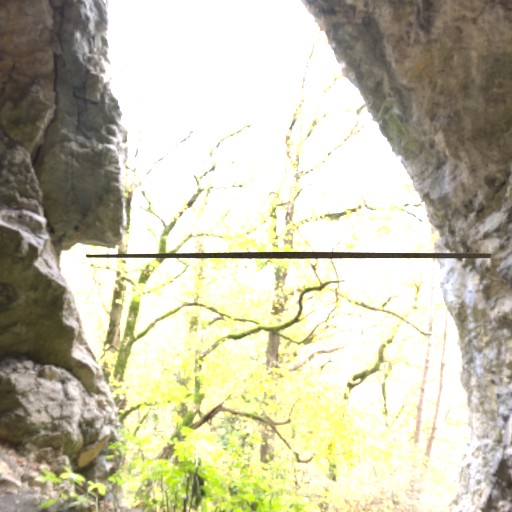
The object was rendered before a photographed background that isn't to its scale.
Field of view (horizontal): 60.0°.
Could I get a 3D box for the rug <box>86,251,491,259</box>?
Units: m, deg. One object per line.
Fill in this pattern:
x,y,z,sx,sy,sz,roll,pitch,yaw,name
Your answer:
0.000,0.000,2.905,1.500,0.026,2.349,0,0,-37,rug
